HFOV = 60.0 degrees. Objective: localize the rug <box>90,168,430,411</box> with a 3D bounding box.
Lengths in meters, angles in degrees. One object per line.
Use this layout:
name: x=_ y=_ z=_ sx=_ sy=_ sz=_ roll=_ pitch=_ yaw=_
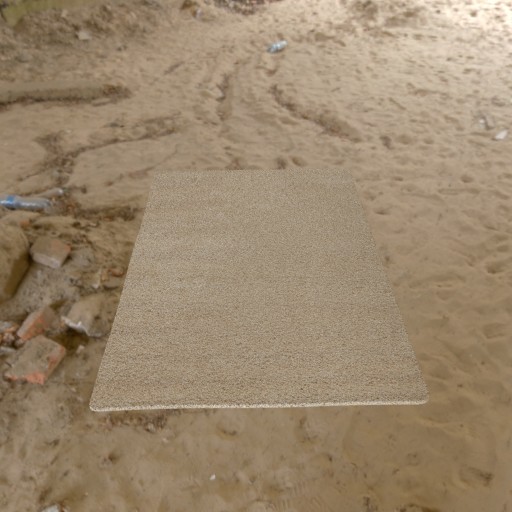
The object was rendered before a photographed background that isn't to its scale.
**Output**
rug: x=0.000 y=0.000 z=2.148 sx=1.199 sy=0.025 sz=1.600 roll=-1 pitch=41 yaw=-1
